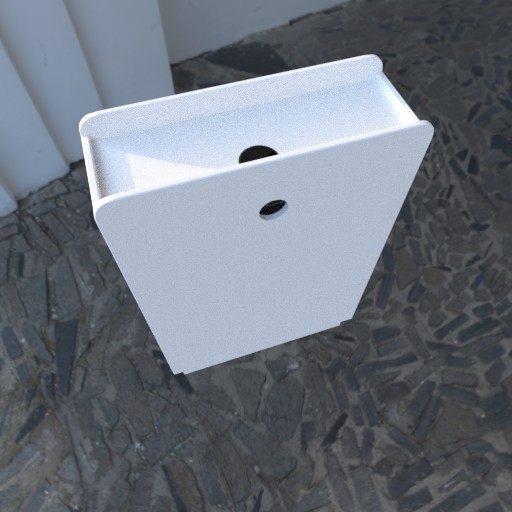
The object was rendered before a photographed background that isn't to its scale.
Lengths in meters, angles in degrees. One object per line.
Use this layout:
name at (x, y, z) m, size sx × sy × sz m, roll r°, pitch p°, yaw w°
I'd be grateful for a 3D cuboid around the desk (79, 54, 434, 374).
desk at (0.000, 0.000, 1.518) m, size 0.795 × 1.190 × 0.278 m, roll -16°, pitch 59°, yaw -10°
